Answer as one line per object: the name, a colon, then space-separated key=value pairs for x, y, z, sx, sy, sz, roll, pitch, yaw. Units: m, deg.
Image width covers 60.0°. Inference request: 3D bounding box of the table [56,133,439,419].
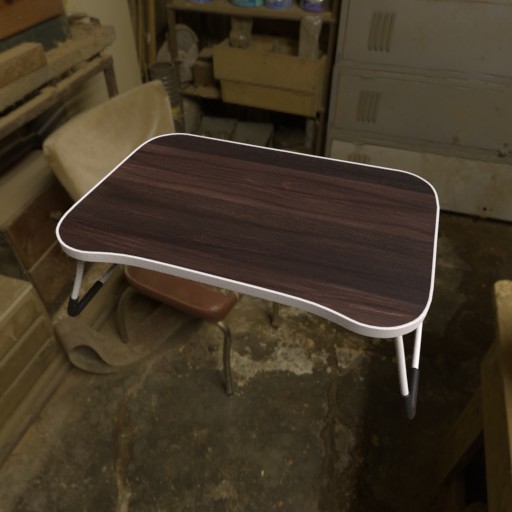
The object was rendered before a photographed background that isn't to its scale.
table: x=0.000 y=0.000 z=0.838 sx=0.660 sy=0.232 sz=0.400 roll=13 pitch=44 yaw=14
